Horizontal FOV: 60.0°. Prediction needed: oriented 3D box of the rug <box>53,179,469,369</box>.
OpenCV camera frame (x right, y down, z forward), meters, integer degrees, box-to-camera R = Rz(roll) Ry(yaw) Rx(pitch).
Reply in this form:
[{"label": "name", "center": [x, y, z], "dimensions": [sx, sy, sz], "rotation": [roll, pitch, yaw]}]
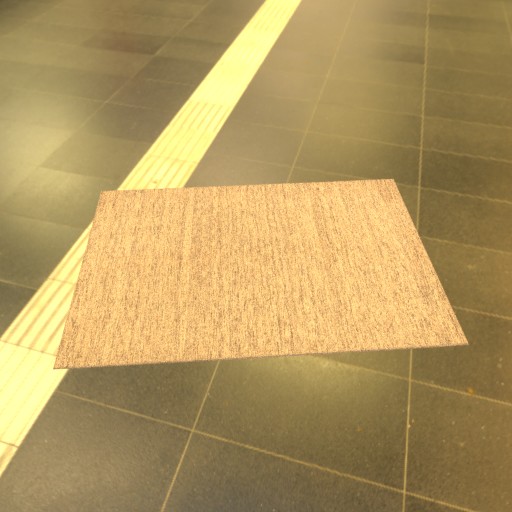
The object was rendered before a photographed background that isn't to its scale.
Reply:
[{"label": "rug", "center": [0.000, 0.000, 2.373], "dimensions": [1.840, 0.013, 1.225], "rotation": [-3, 47, -3]}]
